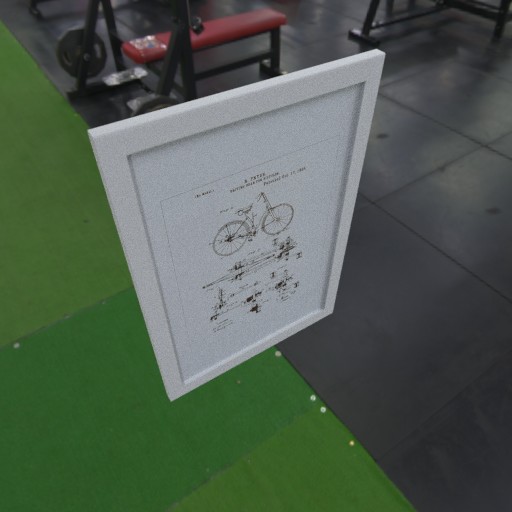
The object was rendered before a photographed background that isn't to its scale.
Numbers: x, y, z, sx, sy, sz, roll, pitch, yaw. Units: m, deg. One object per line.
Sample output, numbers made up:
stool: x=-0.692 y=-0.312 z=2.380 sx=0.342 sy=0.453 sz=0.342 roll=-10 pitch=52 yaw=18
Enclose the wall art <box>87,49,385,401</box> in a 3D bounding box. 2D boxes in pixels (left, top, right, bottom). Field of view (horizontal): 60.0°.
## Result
wall art: x=0.000 y=0.000 z=0.606 sx=0.332 sy=0.477 sz=0.015 roll=-24 pitch=51 yaw=-22
